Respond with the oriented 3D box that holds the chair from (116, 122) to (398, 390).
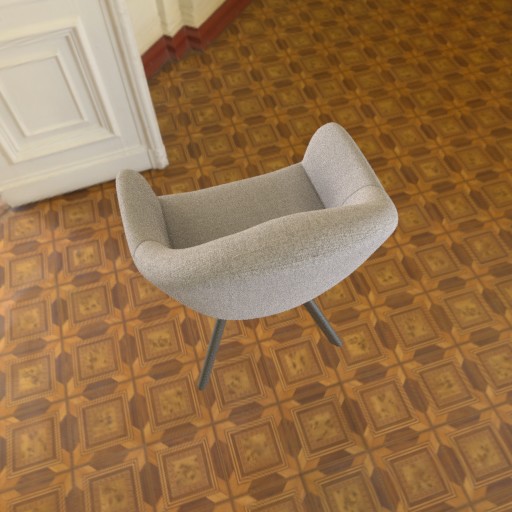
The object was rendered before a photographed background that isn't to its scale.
[{"bbox_3d":[0.000,0.000,1.183,0.590,0.795,0.550,-15,59,-9],"label":"chair"}]
